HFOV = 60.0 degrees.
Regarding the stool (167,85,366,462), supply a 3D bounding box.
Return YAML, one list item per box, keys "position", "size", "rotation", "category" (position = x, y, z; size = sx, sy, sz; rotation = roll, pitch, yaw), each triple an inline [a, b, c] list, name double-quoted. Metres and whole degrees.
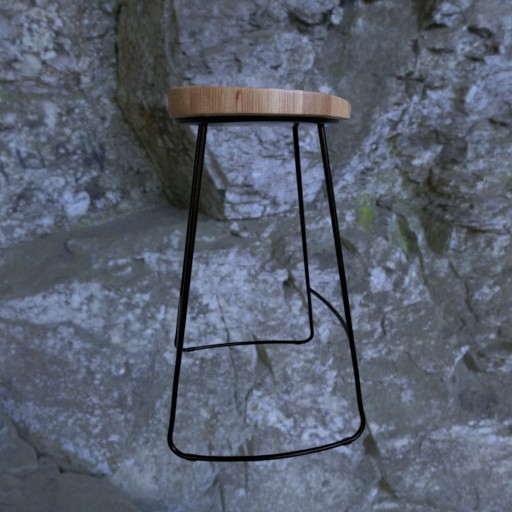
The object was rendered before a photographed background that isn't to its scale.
- position: [0.000, 0.000, 0.980]
  size: [0.401, 0.679, 0.480]
  rotation: [-2, 16, -8]
  category: "stool"
